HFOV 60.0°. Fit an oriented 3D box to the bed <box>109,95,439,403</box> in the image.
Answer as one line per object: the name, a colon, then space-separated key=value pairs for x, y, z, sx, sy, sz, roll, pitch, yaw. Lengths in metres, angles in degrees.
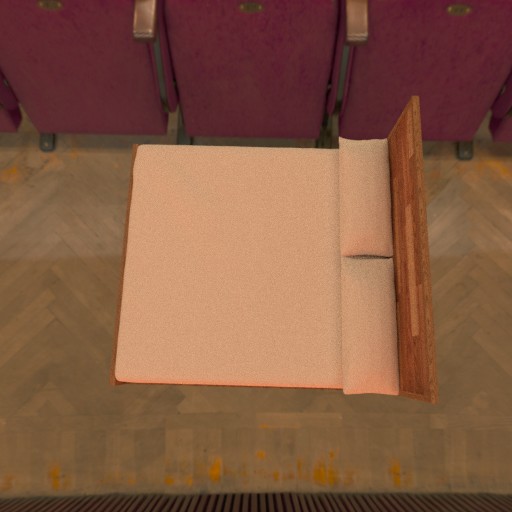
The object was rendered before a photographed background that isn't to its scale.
bed: x=0.000 y=0.000 z=3.444 sx=2.184 sy=1.295 sz=2.013 roll=2 pitch=76 yaw=0
